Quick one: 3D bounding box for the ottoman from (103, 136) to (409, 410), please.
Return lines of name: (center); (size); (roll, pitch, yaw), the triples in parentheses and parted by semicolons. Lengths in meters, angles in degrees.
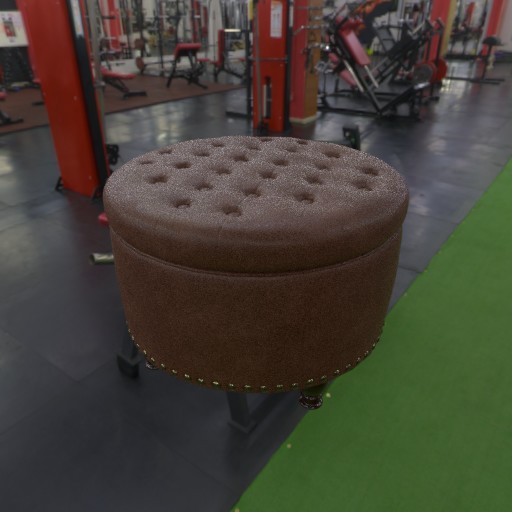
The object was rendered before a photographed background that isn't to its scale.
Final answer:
ottoman: (0.000, 0.000, 1.047); (0.637, 0.442, 0.637); (0, 28, 0)
